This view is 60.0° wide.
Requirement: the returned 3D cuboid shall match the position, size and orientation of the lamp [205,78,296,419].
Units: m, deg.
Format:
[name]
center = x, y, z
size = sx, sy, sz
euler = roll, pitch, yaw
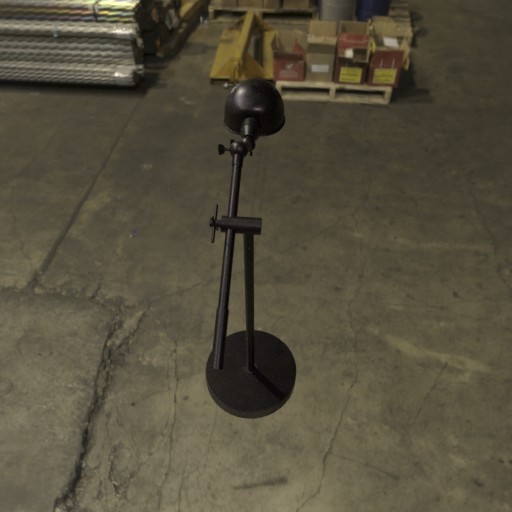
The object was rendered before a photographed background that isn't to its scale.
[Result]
[lamp]
center = 0.000, 0.000, 0.818
size = 0.185, 0.495, 0.567
euler = 4, 47, 4
